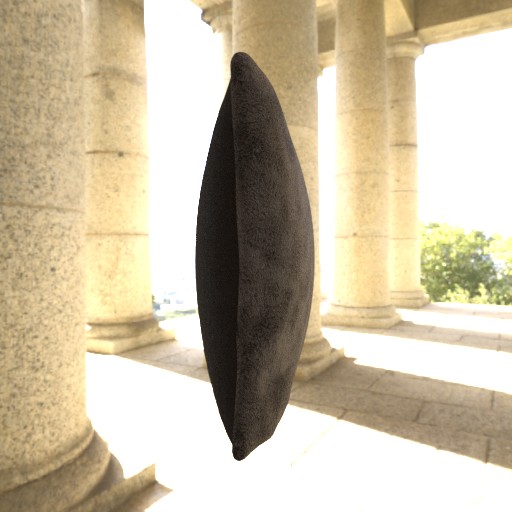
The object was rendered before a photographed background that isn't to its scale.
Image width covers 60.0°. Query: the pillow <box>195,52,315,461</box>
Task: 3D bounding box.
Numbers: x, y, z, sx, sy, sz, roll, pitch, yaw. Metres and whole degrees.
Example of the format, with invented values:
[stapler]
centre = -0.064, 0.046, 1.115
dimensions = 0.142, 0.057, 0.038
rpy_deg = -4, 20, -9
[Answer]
[pillow]
centre = 0.000, 0.000, 0.802
dimensions = 0.204, 0.520, 0.522
rpy_deg = 0, 1, 1
